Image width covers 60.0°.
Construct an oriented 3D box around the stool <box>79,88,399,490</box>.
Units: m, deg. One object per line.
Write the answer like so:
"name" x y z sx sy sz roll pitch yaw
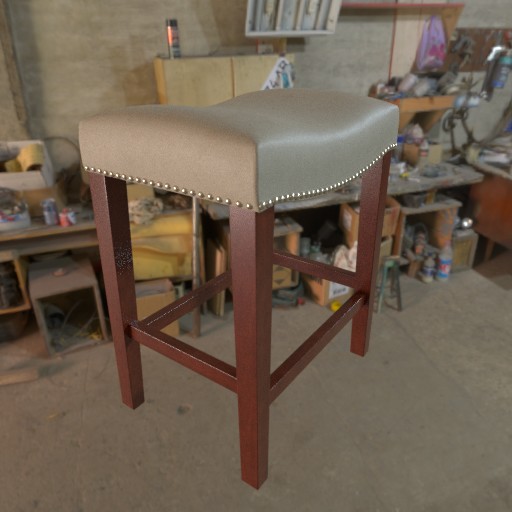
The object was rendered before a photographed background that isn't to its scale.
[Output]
"stool" 0.000 0.000 0.930 0.375 0.632 0.509 17 30 32
